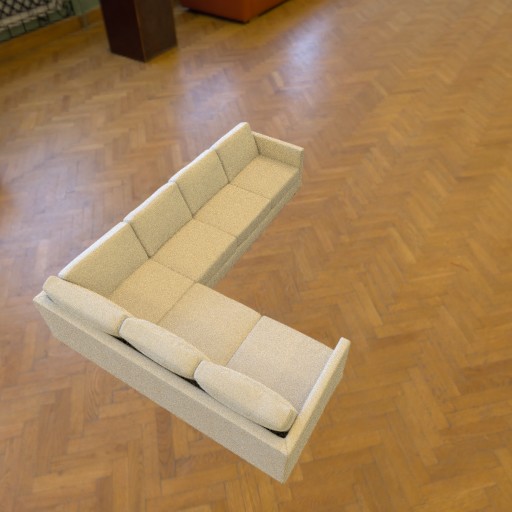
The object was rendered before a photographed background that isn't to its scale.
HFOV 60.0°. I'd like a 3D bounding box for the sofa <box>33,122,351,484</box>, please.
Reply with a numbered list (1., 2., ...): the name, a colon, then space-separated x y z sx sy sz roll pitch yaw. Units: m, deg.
1. sofa: 0.000 0.000 4.327 2.432 0.863 3.182 24 51 21
